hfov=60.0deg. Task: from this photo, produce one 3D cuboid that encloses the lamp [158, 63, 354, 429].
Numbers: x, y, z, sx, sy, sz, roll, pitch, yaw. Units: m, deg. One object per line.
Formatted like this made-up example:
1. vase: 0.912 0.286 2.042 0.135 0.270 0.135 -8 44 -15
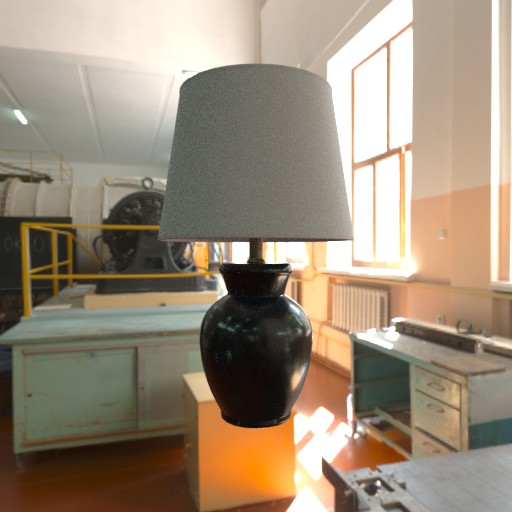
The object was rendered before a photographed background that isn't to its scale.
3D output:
1. lamp: 0.000 0.000 0.553 0.239 0.399 0.239 0 1 0
